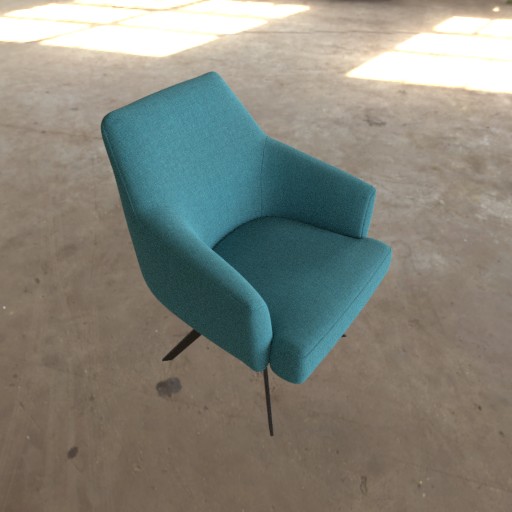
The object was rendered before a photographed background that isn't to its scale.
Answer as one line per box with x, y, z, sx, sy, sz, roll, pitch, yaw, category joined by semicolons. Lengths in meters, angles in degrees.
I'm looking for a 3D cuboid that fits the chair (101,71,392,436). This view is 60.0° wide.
0.000;0.000;1.341;0.677;0.874;0.642;25;46;27;chair
